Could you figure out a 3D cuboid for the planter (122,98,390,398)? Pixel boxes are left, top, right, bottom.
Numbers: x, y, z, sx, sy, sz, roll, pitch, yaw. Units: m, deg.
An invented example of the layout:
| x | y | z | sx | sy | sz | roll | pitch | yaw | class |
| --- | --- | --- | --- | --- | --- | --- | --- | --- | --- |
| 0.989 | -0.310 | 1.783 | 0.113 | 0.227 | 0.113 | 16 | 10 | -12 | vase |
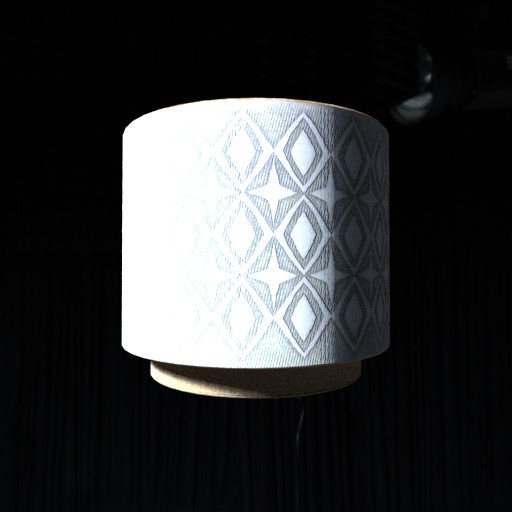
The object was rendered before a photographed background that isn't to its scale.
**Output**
| x | y | z | sx | sy | sz | roll | pitch | yaw | class |
| --- | --- | --- | --- | --- | --- | --- | --- | --- | --- |
| 0.000 | 0.000 | 0.442 | 0.255 | 0.223 | 0.255 | 0 | -1 | 0 | planter |
